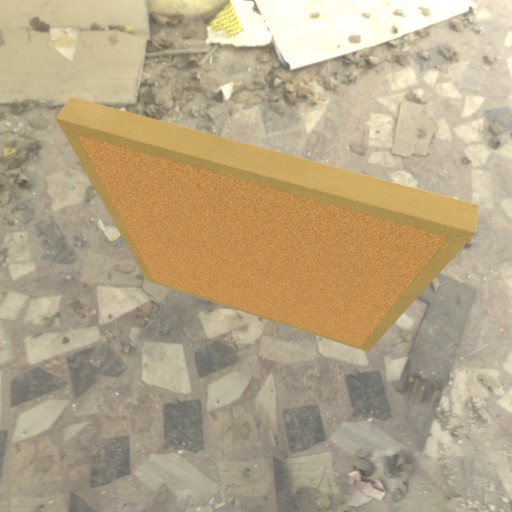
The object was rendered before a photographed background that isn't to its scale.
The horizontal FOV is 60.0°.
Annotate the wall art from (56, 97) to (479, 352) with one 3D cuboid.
[{"bbox_3d":[0.000,0.000,0.744,0.508,0.508,0.038,17,65,8],"label":"wall art"}]
